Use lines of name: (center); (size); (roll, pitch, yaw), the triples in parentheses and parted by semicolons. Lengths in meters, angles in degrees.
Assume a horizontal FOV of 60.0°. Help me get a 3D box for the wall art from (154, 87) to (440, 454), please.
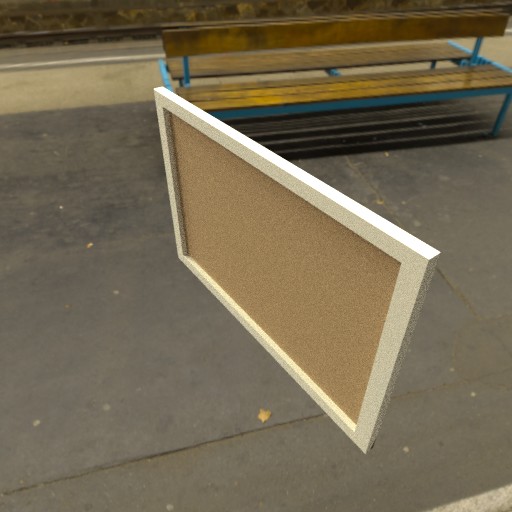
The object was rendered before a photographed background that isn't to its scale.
wall art: (0.000, 0.000, 1.443); (0.038, 0.767, 1.144); (-25, 46, -27)
